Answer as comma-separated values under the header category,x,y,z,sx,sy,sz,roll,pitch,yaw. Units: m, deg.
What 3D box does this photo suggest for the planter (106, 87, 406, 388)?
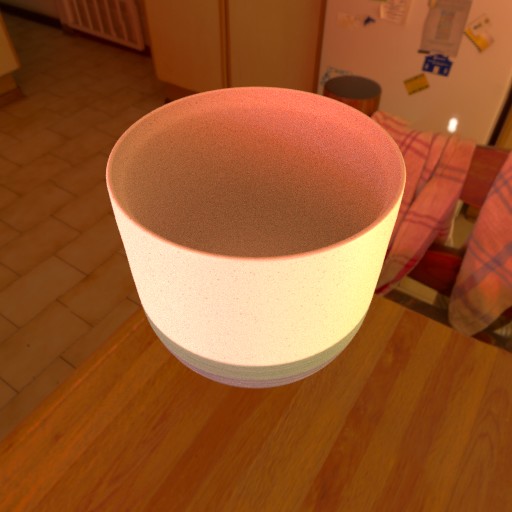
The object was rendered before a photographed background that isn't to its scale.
category,x,y,z,sx,sy,sz,roll,pitch,yaw
planter,0.000,0.000,0.500,0.268,0.270,0.268,0,47,0
